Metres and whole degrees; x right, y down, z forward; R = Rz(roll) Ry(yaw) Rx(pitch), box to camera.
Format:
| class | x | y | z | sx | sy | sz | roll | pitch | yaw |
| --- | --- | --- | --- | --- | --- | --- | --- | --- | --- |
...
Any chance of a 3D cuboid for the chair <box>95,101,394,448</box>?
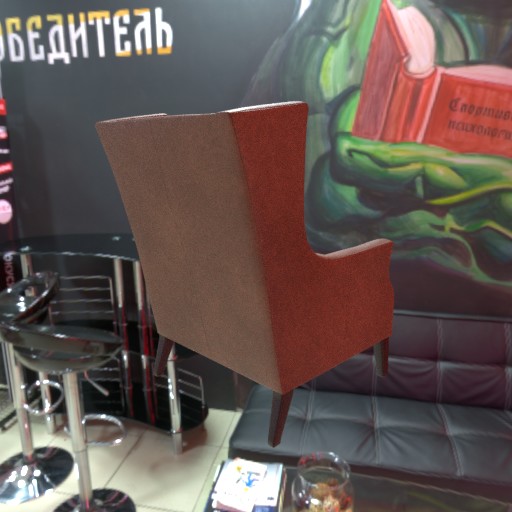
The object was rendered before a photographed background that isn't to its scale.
| class | x | y | z | sx | sy | sz | roll | pitch | yaw |
| --- | --- | --- | --- | --- | --- | --- | --- | --- | --- |
| chair | 0.000 | 0.000 | 1.750 | 0.815 | 1.088 | 0.913 | 13 | 19 | 43 |
